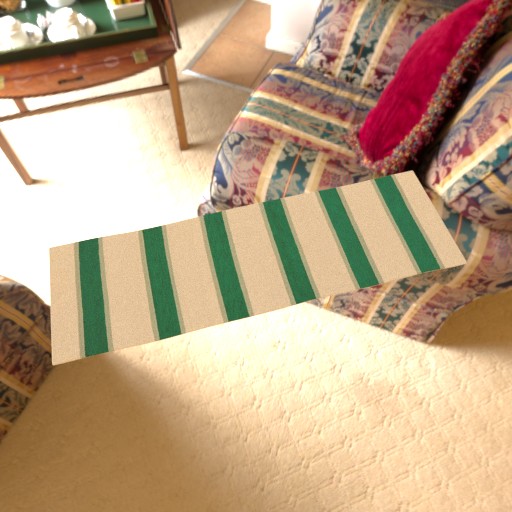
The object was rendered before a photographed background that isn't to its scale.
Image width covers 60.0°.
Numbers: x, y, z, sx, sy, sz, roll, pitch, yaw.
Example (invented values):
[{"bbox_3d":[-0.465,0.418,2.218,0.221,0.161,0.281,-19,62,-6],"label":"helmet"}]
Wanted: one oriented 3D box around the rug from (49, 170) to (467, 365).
[{"bbox_3d":[0.000,0.000,2.703,2.438,0.012,0.768,-13,60,-8],"label":"rug"}]
